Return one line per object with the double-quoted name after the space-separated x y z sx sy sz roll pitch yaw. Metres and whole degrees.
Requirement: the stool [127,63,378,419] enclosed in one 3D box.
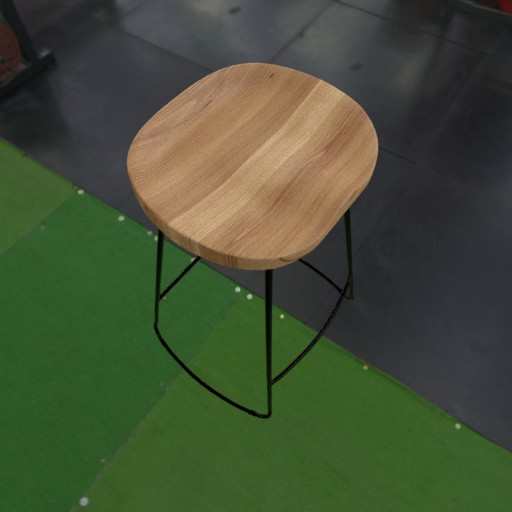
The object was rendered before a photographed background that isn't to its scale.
0.000 0.000 0.979 0.401 0.679 0.480 33 64 18 "stool"
